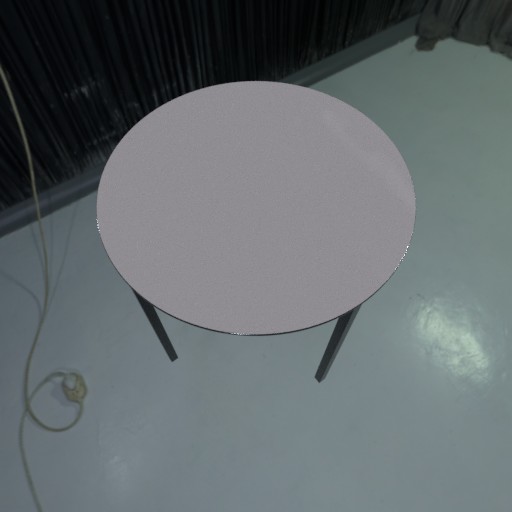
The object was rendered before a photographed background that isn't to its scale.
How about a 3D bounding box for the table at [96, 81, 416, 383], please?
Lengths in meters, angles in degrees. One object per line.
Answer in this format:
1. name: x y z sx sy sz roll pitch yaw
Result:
1. table: 0.000 0.000 0.892 0.499 0.443 0.499 0 59 0
